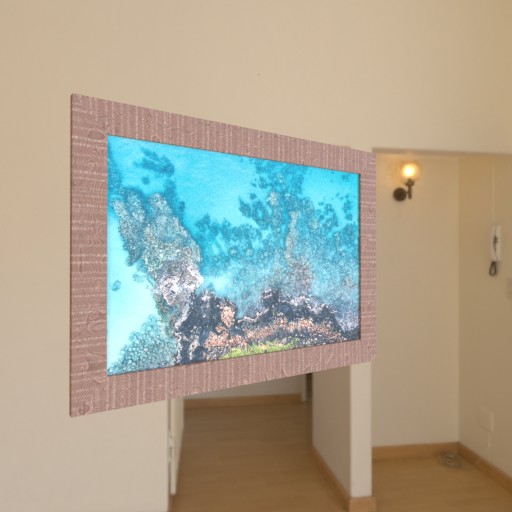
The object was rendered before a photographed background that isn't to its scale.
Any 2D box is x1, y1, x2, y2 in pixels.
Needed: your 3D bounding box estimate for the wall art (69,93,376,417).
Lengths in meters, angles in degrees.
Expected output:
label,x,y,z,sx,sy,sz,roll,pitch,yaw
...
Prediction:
label,x,y,z,sx,sy,sz,roll,pitch,yaw
wall art,0.000,0.000,1.341,1.056,0.761,0.020,0,-1,-34
